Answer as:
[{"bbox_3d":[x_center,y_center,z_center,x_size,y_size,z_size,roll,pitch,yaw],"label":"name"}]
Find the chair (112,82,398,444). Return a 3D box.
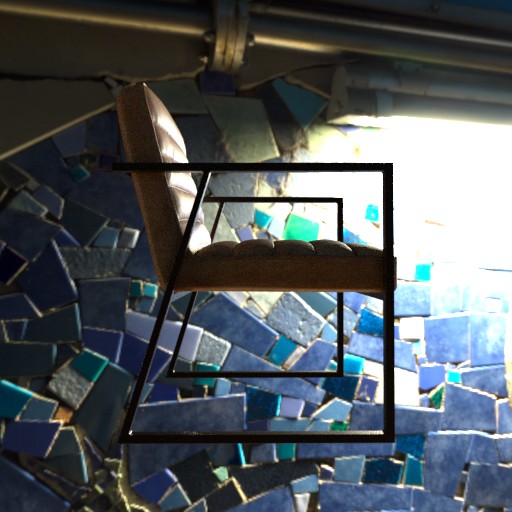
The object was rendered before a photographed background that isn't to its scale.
[{"bbox_3d":[0.000,0.000,1.265,0.677,0.832,0.571,0,-1,0],"label":"chair"}]
